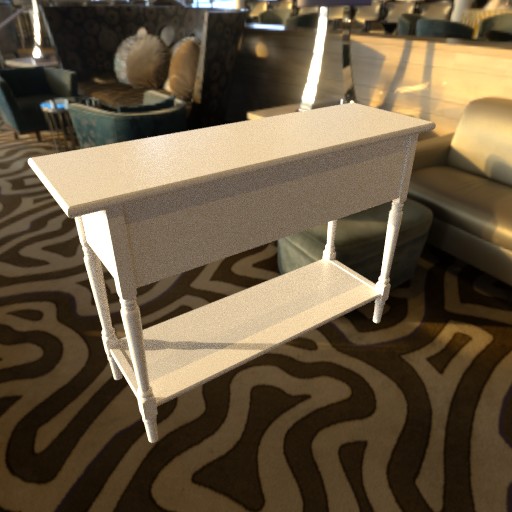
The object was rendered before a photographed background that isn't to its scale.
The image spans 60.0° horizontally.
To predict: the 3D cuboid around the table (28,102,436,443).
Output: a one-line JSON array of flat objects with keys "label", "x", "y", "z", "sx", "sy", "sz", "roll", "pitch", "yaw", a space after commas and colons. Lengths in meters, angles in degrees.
[{"label": "table", "x": 0.000, "y": 0.000, "z": 1.522, "sx": 1.191, "sy": 0.814, "sz": 0.386, "roll": -20, "pitch": 36, "yaw": -29}]
